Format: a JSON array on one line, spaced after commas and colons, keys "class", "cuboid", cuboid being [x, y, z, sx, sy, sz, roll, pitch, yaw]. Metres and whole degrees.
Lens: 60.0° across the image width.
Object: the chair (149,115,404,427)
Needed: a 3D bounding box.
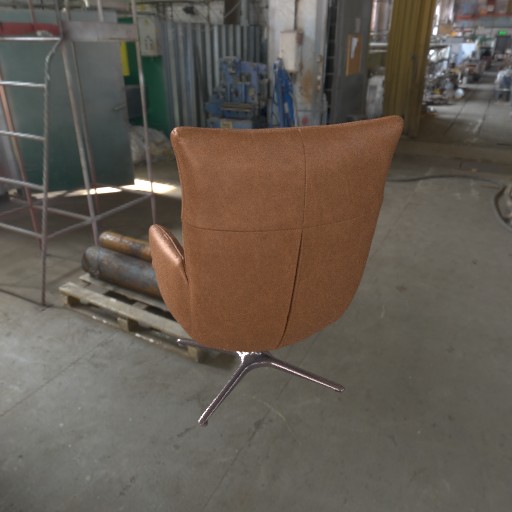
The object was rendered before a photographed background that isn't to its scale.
[{"class": "chair", "cuboid": [0.000, 0.000, 1.578, 0.711, 1.027, 0.794, -8, 27, -16]}]
